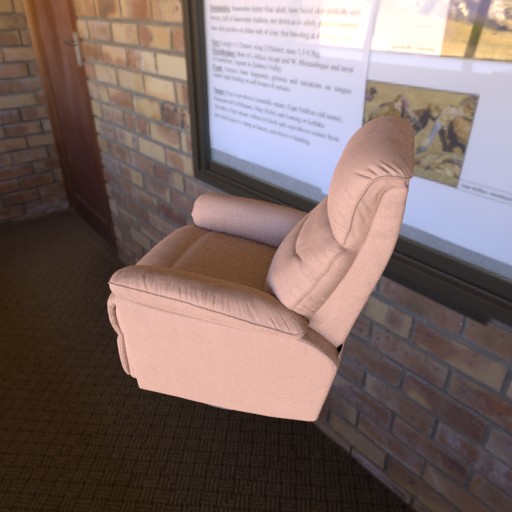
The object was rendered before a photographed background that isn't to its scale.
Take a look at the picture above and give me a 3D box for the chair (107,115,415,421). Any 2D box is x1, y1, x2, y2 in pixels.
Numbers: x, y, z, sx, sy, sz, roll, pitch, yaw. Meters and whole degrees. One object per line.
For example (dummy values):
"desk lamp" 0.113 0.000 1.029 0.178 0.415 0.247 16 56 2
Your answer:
"chair" 0.000 0.000 1.704 1.004 1.037 0.820 9 31 15
